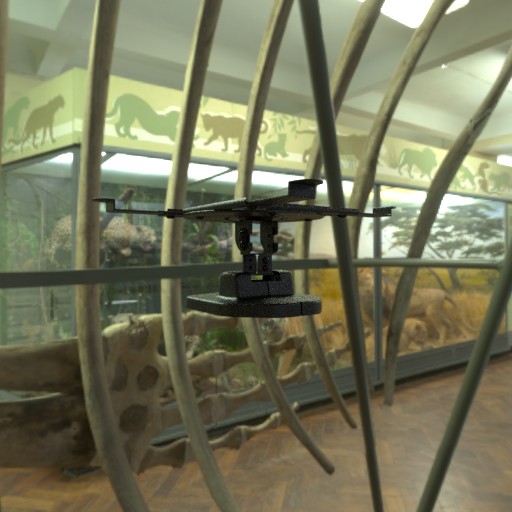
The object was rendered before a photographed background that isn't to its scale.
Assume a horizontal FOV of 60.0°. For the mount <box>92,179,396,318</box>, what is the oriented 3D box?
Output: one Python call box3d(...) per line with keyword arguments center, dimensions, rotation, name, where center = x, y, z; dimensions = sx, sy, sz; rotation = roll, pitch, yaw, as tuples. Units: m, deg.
box3d(center=(0.000, 0.000, 0.600), dimensions=(0.394, 0.141, 0.394), rotation=(0, 1, -35), name="mount")
